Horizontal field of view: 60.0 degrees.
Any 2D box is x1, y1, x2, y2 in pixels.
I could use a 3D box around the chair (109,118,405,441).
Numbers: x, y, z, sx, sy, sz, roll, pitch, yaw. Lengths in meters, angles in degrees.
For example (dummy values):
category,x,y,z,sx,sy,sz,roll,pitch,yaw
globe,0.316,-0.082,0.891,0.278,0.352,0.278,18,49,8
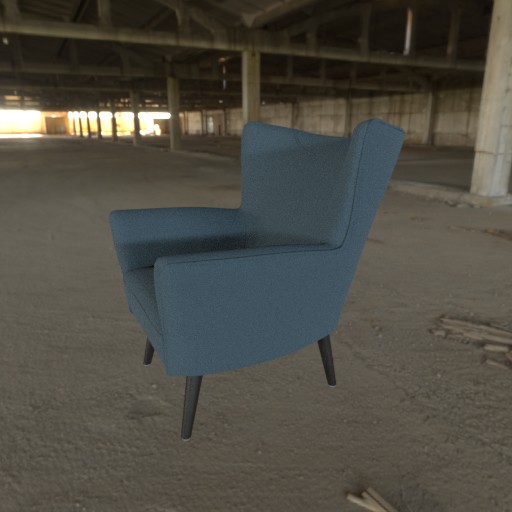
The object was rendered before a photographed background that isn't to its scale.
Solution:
category,x,y,z,sx,sy,sz,roll,pitch,yaw
chair,0.000,0.000,1.585,0.888,0.933,0.781,-8,18,-26
